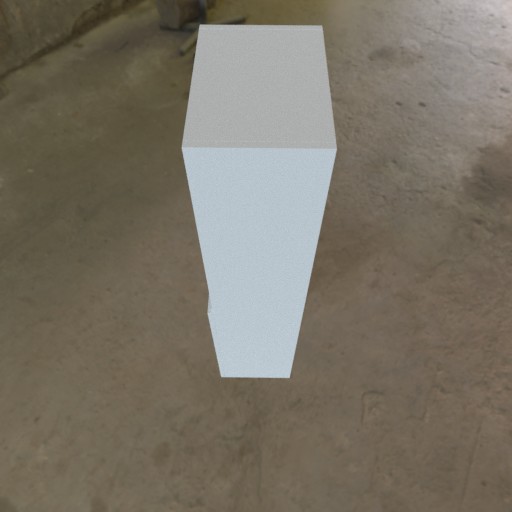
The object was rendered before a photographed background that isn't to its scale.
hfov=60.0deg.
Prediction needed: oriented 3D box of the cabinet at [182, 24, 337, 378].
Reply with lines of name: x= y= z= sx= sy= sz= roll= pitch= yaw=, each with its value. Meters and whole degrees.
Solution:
cabinet: x=0.000 y=0.000 z=1.482 sx=0.300 sy=1.350 sz=0.400 roll=1 pitch=57 yaw=0
